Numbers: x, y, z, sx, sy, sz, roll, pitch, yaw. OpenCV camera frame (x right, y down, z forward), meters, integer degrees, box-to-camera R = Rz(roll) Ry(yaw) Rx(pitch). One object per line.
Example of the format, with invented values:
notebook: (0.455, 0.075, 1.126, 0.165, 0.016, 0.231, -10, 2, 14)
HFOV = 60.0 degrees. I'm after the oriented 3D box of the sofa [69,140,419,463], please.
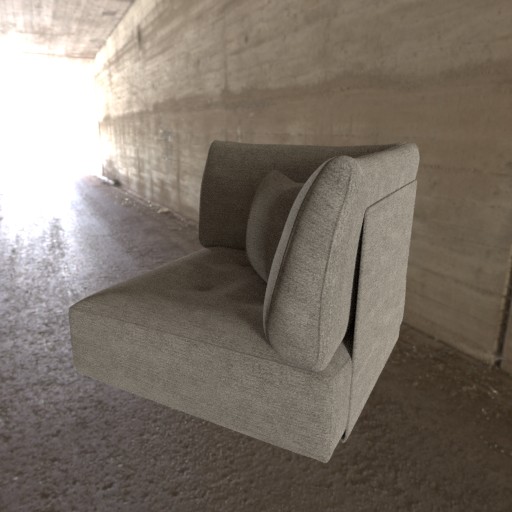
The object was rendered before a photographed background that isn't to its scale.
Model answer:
sofa: (0.000, 0.000, 1.666, 1.000, 0.820, 1.000, 9, 18, 27)
